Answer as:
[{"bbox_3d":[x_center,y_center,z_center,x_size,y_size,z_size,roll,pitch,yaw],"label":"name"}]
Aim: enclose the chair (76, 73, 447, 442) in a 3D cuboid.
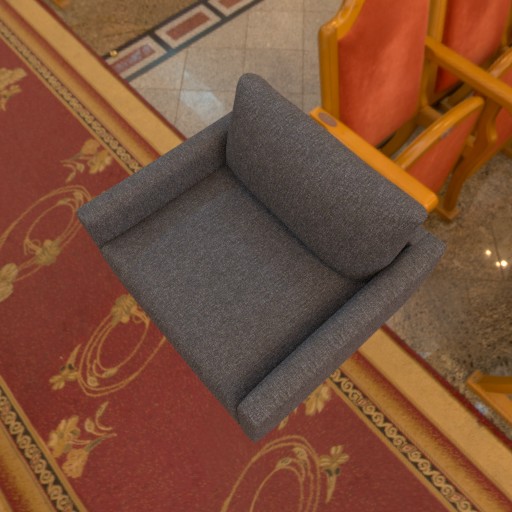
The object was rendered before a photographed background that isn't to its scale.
[{"bbox_3d":[0.000,0.000,1.639,0.866,0.861,0.963,-38,69,-18],"label":"chair"}]
